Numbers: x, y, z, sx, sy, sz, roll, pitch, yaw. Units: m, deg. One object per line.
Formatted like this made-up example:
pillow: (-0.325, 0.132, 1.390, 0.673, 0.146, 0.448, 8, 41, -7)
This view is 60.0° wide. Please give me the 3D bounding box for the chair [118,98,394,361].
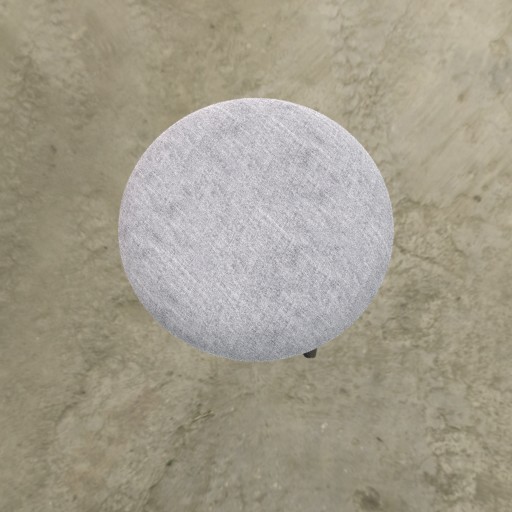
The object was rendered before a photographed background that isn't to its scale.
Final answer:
chair: (0.000, 0.000, 0.653, 0.350, 0.386, 0.350, -35, 78, -8)
